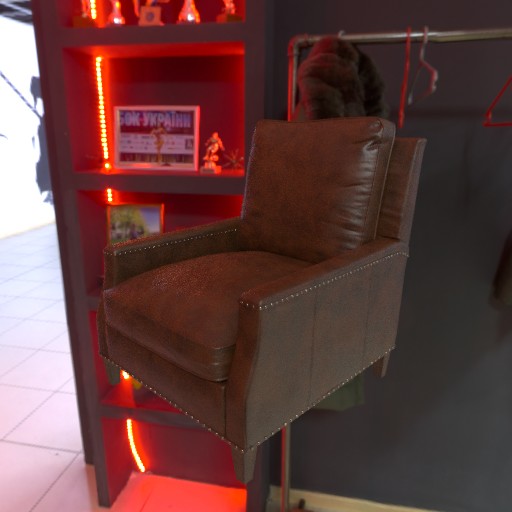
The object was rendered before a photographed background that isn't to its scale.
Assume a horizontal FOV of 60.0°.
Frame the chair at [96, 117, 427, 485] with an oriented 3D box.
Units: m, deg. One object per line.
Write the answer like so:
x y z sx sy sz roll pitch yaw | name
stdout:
0.000 0.000 1.749 0.854 1.054 1.035 14 21 42 | chair
